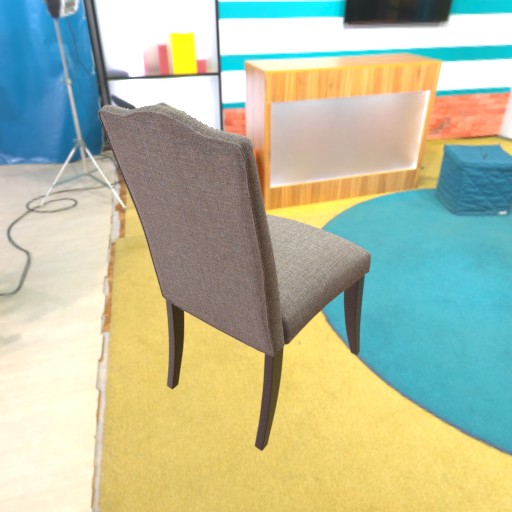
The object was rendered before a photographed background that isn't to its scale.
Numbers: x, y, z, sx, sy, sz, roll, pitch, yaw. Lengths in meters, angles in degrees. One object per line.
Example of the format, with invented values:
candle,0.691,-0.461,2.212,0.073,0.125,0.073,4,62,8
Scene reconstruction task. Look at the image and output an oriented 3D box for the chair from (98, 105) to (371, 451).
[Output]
chair,0.000,0.000,1.372,0.513,1.016,0.660,22,38,31
